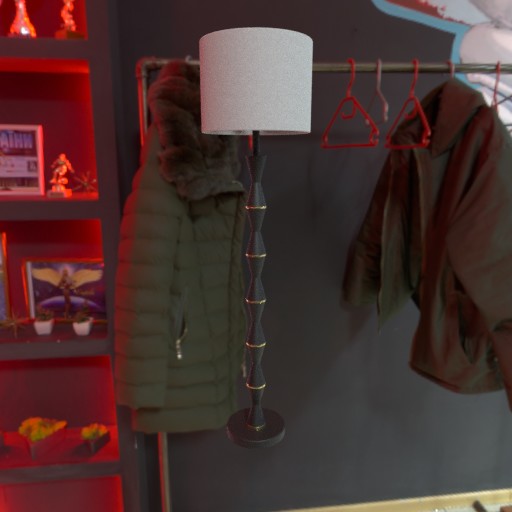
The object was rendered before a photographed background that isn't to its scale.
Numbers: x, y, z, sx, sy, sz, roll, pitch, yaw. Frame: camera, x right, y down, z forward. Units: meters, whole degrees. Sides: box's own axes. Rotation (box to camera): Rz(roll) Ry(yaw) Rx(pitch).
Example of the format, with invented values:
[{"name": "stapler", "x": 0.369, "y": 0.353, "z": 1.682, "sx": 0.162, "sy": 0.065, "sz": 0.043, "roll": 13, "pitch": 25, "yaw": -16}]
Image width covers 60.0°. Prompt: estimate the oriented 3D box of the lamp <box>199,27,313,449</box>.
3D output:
[{"name": "lamp", "x": 0.000, "y": 0.000, "z": 1.666, "sx": 0.381, "sy": 1.480, "sz": 0.381, "roll": 6, "pitch": 14, "yaw": 25}]
